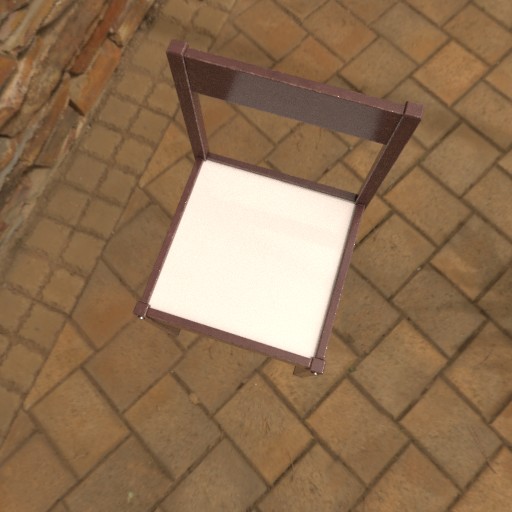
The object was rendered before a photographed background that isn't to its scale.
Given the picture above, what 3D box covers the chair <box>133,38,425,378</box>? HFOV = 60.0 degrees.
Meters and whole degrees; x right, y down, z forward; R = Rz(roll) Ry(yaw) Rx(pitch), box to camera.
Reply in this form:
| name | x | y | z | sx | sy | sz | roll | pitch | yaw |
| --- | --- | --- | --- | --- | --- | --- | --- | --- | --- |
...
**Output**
| name | x | y | z | sx | sy | sz | roll | pitch | yaw |
| --- | --- | --- | --- | --- | --- | --- | --- | --- | --- |
| chair | 0.000 | 0.000 | 0.680 | 0.285 | 0.505 | 0.285 | 17 | 75 | 5 |
